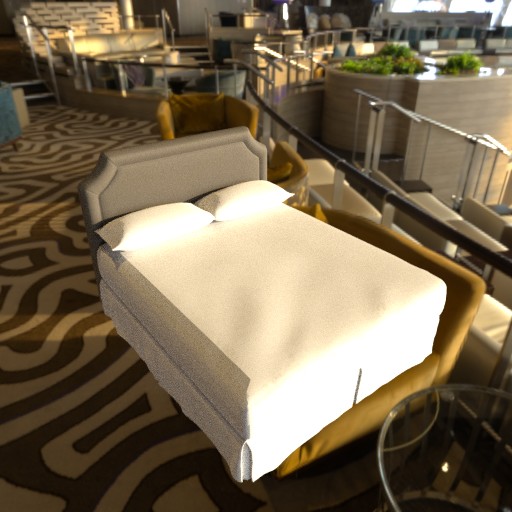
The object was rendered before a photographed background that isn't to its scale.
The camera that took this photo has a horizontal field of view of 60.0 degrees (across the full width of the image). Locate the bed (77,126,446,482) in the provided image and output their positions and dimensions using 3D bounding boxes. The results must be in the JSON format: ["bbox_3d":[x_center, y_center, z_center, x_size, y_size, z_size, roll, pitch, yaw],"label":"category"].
[{"bbox_3d":[0.000,0.000,3.873,2.194,1.561,2.536,-21,36,-32],"label":"bed"}]
